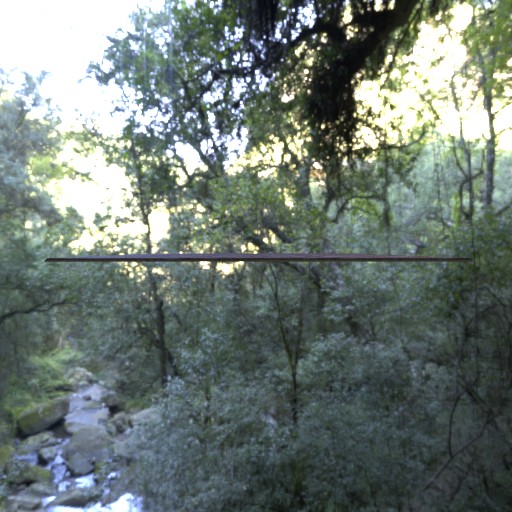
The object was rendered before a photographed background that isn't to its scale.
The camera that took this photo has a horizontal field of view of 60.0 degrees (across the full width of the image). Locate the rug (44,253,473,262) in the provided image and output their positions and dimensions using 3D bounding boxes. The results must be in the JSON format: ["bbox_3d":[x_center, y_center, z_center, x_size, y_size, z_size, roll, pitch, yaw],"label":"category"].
[{"bbox_3d":[0.000,0.000,4.063,2.466,0.021,3.049,0,1,-1],"label":"rug"}]
